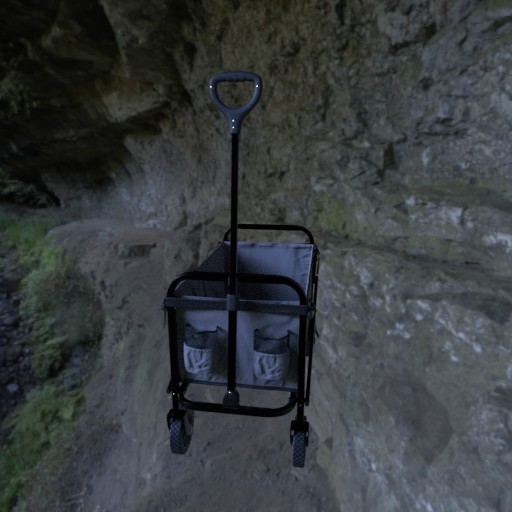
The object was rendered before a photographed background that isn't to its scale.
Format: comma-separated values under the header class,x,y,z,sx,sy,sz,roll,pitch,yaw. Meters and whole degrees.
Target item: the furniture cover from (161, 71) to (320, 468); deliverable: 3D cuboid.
class,x,y,z,sx,sy,sz,roll,pitch,yaw
furniture cover,0.000,0.000,1.792,0.532,1.295,1.038,2,15,9
